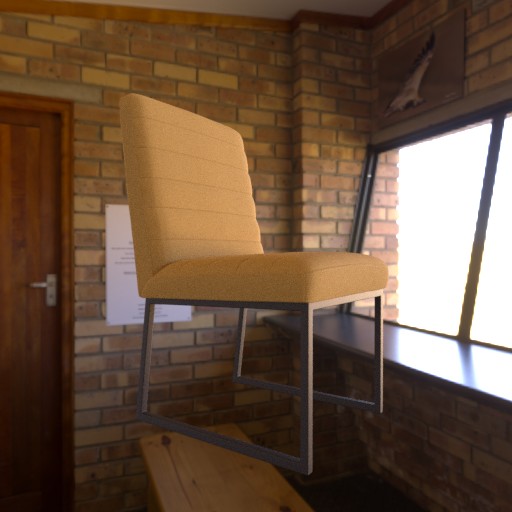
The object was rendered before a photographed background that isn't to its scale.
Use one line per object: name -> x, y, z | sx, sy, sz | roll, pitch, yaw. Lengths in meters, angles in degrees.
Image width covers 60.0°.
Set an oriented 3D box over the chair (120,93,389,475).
chair -> 0.000, 0.000, 1.299 | 0.634, 0.930, 0.520 | 0, 1, 35
